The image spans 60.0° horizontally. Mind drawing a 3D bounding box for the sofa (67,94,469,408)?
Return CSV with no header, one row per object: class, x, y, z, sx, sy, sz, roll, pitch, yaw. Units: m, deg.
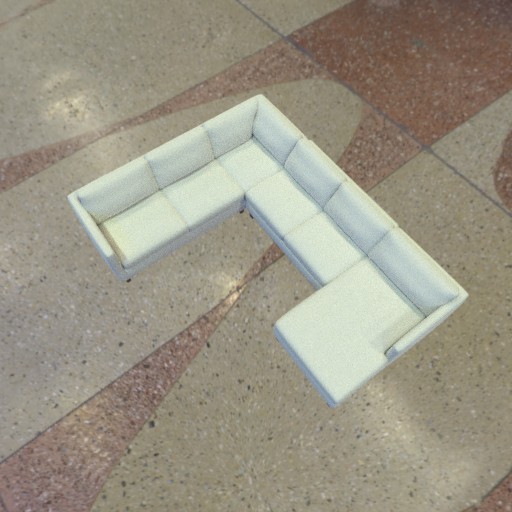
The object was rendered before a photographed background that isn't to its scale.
sofa,0.000,0.000,4.545,2.551,0.853,3.238,-33,67,-16
